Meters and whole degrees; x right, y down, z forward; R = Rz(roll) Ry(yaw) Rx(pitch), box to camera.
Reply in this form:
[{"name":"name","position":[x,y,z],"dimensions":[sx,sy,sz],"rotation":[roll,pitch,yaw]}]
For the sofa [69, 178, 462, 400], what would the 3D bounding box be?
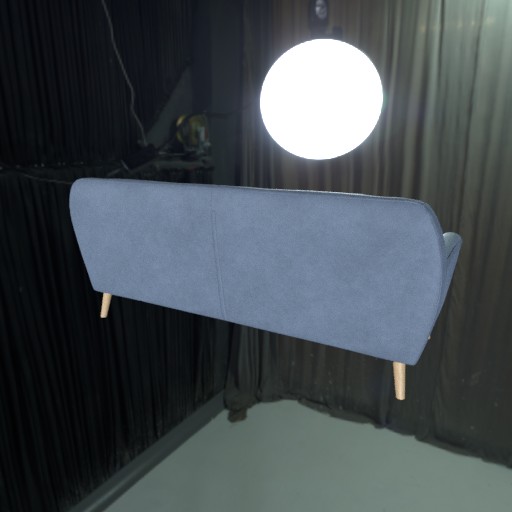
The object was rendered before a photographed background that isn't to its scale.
[{"name":"sofa","position":[0.000,0.000,2.413],"dimensions":[1.975,0.832,0.841],"rotation":[8,17,28]}]
